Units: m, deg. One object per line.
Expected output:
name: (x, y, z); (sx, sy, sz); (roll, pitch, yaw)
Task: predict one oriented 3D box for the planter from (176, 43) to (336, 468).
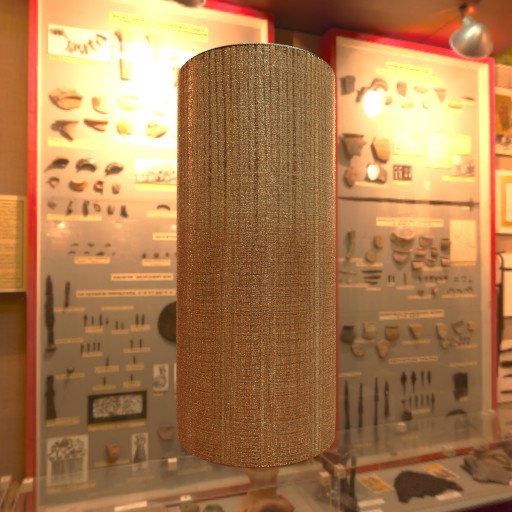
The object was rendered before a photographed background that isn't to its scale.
planter: (0.000, 0.000, 0.283); (0.100, 0.227, 0.100); (0, -1, -17)
